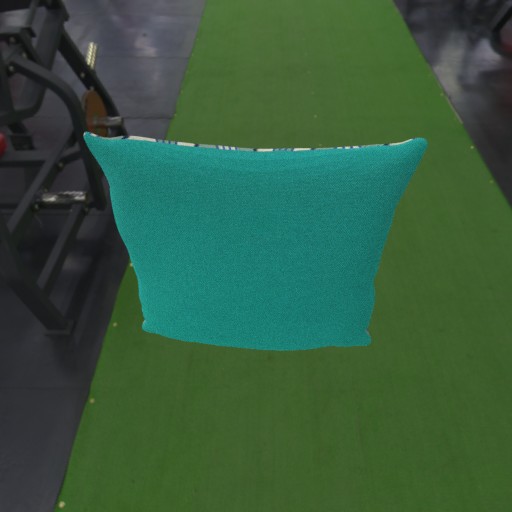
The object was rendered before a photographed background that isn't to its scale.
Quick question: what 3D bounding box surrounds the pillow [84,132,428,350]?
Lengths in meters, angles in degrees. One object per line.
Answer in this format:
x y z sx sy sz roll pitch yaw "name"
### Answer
0.000 0.000 0.705 0.440 0.441 0.182 3 46 2 "pillow"
